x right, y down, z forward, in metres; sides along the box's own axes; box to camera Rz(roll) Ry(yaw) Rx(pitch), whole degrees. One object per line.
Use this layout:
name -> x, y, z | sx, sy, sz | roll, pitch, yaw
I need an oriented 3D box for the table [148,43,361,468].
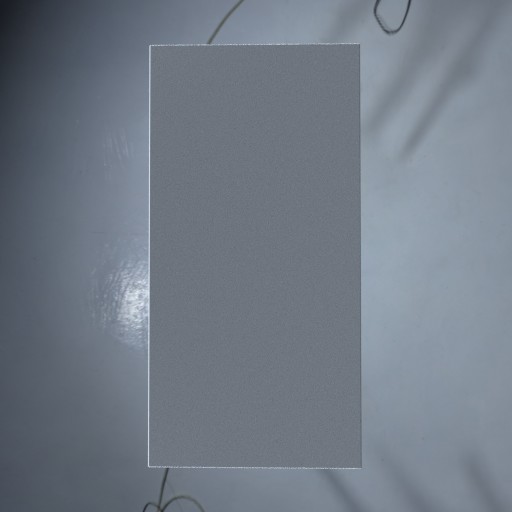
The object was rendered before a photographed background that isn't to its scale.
table -> 0.000, 0.000, 1.266 | 0.500, 0.441, 1.000 | 0, 89, 1
